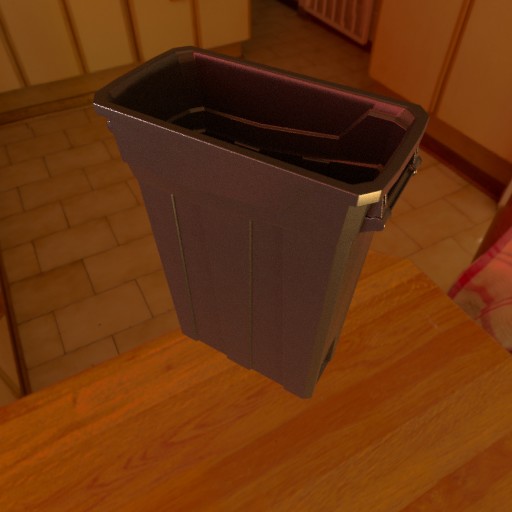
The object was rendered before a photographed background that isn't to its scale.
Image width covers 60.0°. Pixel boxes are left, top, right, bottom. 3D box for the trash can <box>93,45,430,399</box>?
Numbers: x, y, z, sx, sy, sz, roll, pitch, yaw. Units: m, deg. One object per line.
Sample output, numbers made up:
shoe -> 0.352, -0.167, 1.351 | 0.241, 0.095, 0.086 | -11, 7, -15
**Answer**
trash can -> 0.000, 0.000, 1.035 | 0.559, 0.762, 0.281 | 24, 51, 20
